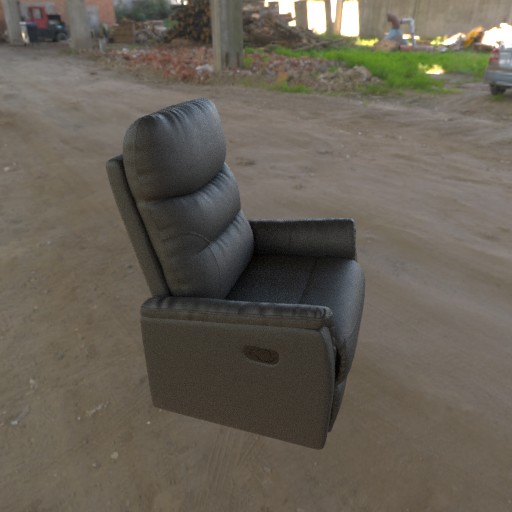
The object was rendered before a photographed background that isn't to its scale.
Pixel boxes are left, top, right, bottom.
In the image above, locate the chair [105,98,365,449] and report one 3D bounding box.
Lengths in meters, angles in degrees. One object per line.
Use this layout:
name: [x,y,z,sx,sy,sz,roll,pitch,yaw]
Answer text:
chair: [0.000,0.000,1.687,0.831,1.082,0.775,8,29,15]
